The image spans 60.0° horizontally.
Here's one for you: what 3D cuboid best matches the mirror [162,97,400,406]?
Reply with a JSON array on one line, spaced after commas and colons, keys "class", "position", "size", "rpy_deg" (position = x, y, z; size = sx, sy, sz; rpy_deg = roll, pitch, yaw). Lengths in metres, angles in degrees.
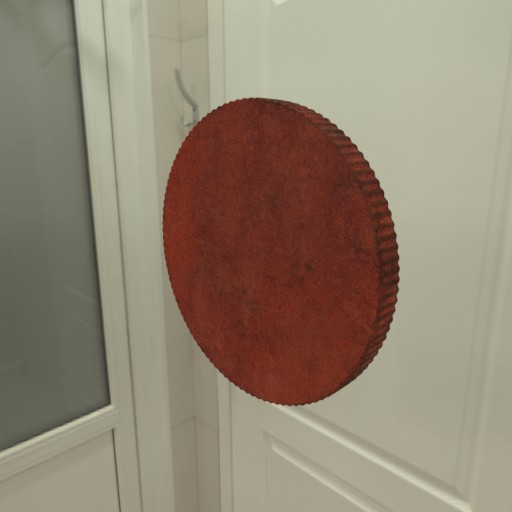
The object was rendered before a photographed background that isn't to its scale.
[{"class": "mirror", "position": [0.000, 0.000, 0.907], "size": [0.056, 0.609, 0.609], "rpy_deg": [-14, 20, -43]}]
